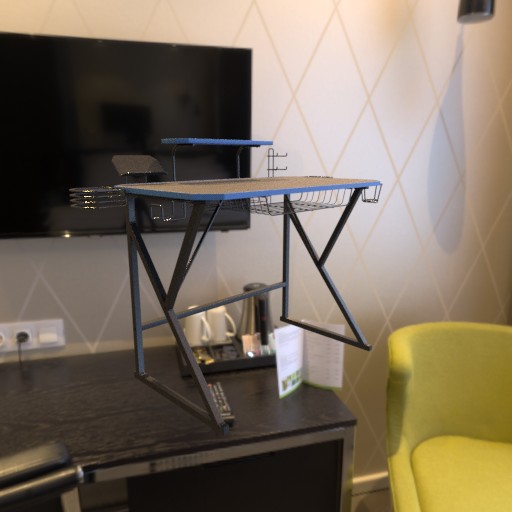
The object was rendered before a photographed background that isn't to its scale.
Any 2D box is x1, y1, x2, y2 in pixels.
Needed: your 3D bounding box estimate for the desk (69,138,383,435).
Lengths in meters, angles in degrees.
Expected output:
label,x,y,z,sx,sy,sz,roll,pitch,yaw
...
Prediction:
label,x,y,z,sx,sy,sz,roll,pitch,yaw
desk,0.000,0.000,1.786,0.594,0.909,1.295,12,18,43
